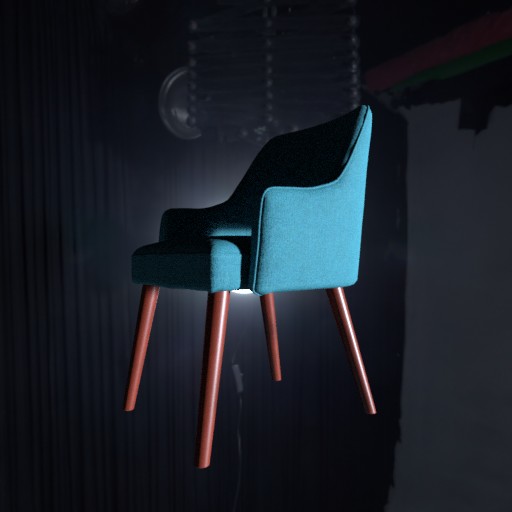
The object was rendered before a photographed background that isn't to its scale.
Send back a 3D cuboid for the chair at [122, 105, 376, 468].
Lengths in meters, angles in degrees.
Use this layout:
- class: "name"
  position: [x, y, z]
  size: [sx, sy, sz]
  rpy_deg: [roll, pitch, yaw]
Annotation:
- class: "chair"
  position: [0.000, 0.000, 1.234]
  size: [0.605, 0.849, 0.548]
  rpy_deg: [0, -1, -36]
